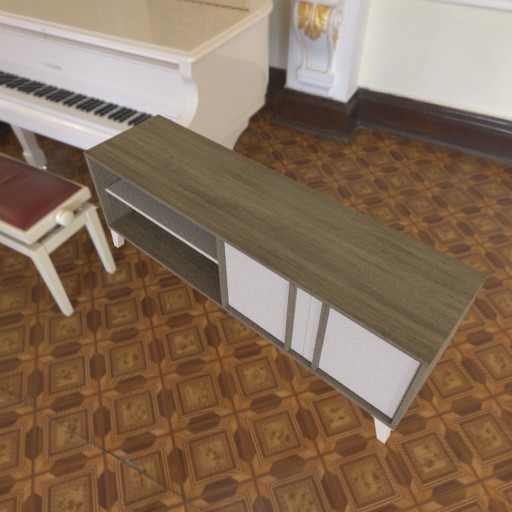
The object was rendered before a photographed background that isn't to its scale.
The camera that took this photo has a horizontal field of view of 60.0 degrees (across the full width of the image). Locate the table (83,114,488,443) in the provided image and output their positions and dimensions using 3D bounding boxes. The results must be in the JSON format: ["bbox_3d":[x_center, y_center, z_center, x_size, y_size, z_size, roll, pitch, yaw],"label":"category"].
[{"bbox_3d":[0.000,0.000,1.760,1.500,0.530,0.400,31,54,27],"label":"table"}]
